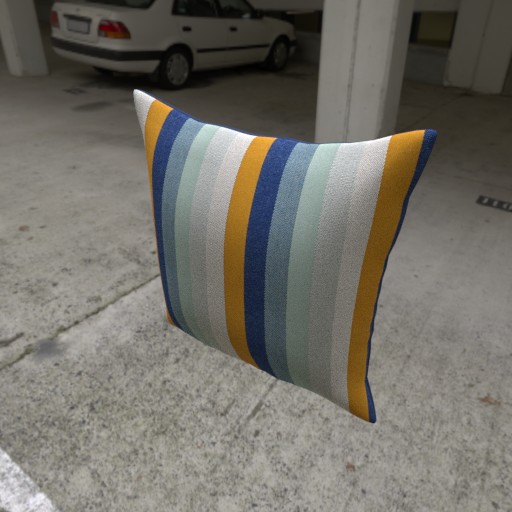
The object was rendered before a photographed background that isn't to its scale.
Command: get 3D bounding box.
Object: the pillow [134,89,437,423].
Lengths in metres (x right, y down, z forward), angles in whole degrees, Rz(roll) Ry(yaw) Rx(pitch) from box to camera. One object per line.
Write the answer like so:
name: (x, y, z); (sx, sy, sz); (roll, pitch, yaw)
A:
pillow: (0.000, 0.000, 0.692); (0.463, 0.454, 0.173); (19, 35, 30)
